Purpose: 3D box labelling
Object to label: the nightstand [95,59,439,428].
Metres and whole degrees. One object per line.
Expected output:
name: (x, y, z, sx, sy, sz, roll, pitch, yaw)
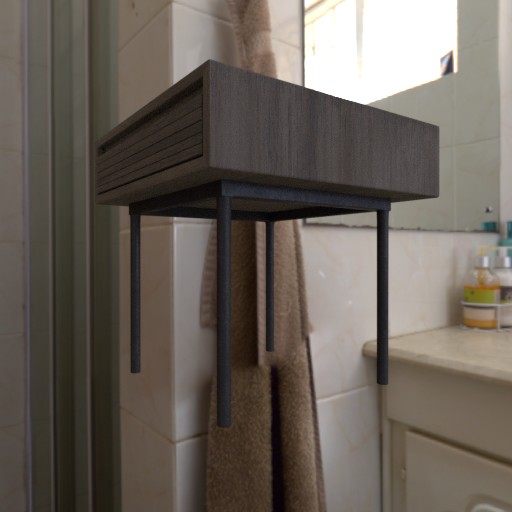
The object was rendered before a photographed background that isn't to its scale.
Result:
nightstand: (0.000, 0.000, 0.903, 0.503, 0.497, 0.502, 0, 0, -36)
